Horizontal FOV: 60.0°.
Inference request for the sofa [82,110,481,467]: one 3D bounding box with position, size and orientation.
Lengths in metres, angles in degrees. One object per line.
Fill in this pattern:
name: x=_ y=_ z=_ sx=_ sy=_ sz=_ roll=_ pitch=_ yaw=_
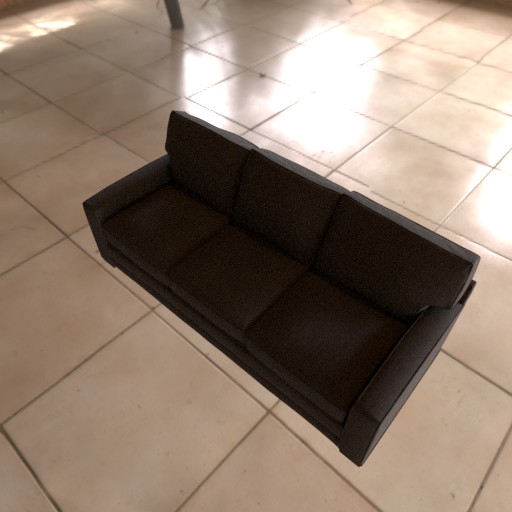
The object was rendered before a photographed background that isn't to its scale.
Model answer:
sofa: x=0.000 y=0.000 z=2.851 sx=2.369 sy=0.978 sz=1.004 roll=33 pitch=55 yaw=27
